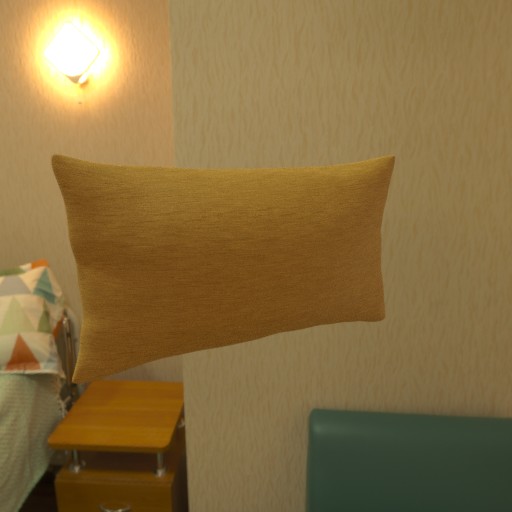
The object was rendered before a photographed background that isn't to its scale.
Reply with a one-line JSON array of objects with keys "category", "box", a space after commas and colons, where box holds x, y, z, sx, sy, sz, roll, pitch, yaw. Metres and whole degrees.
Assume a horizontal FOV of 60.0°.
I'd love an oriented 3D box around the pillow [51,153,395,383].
[{"category": "pillow", "box": [0.000, 0.000, 0.785, 0.634, 0.354, 0.210, -7, 15, -26]}]
